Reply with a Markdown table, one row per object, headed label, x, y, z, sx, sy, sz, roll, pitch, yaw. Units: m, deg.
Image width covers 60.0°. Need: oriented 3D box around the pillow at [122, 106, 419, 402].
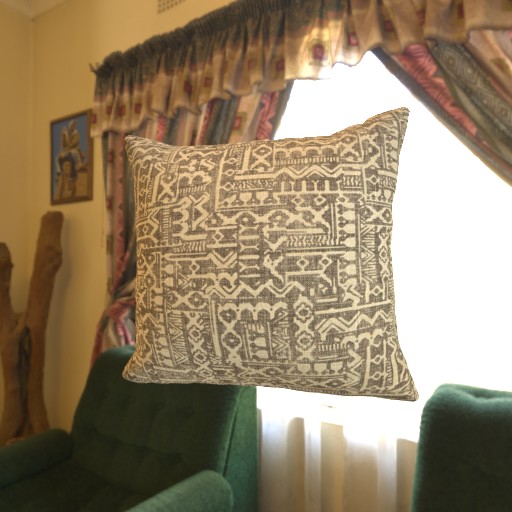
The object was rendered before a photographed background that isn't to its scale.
| label | x | y | z | sx | sy | sz | roll | pitch | yaw |
| --- | --- | --- | --- | --- | --- | --- | --- | --- | --- |
| pillow | 0.000 | 0.000 | 0.795 | 0.546 | 0.487 | 0.180 | -1 | -2 | 17 |
